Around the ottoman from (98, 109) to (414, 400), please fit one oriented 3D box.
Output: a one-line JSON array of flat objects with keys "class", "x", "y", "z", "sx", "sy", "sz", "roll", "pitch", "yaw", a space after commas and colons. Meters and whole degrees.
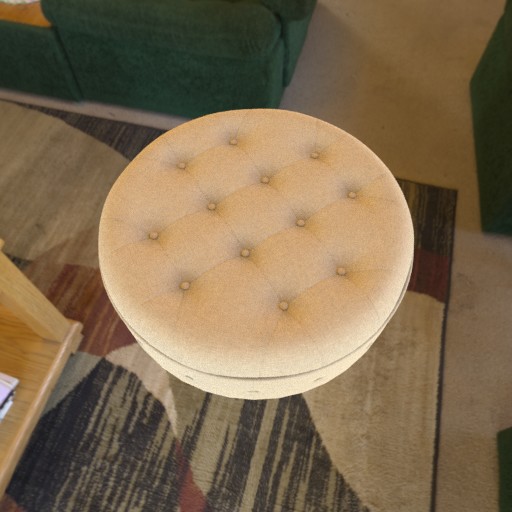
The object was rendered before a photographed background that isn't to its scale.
[{"class": "ottoman", "x": 0.000, "y": 0.000, "z": 1.353, "sx": 0.849, "sy": 0.478, "sz": 0.849, "roll": 0, "pitch": 60, "yaw": 0}]
